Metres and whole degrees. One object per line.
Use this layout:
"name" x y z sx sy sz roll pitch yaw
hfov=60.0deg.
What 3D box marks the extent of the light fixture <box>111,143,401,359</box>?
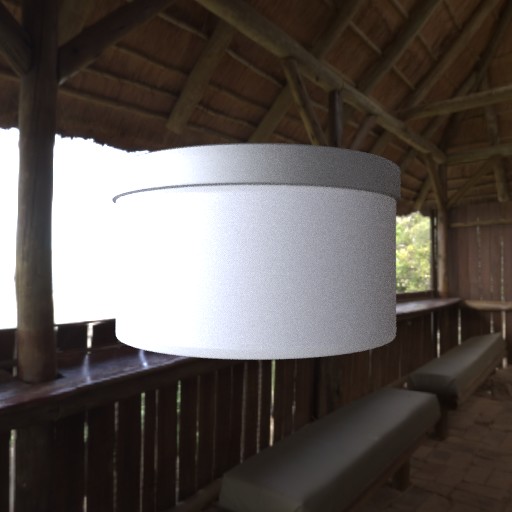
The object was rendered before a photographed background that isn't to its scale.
"light fixture" 0.000 0.000 0.634 0.393 0.229 0.393 0 0 0
